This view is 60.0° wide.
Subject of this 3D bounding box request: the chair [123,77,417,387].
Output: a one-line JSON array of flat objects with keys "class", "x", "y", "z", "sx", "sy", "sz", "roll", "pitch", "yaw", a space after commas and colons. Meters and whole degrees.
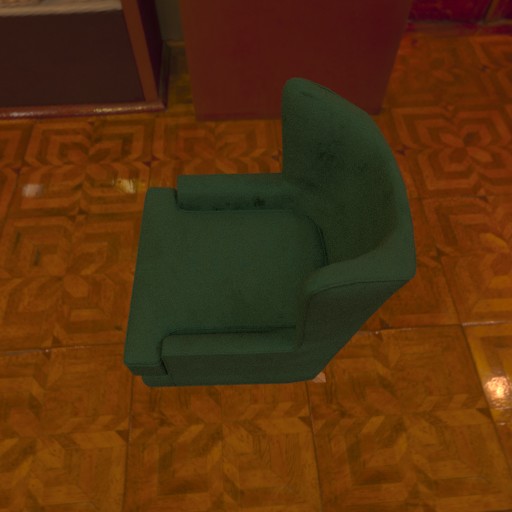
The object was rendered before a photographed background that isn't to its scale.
[{"class": "chair", "x": 0.000, "y": 0.000, "z": 1.631, "sx": 0.910, "sy": 0.952, "sz": 0.793, "roll": -1, "pitch": 58, "yaw": -1}]
